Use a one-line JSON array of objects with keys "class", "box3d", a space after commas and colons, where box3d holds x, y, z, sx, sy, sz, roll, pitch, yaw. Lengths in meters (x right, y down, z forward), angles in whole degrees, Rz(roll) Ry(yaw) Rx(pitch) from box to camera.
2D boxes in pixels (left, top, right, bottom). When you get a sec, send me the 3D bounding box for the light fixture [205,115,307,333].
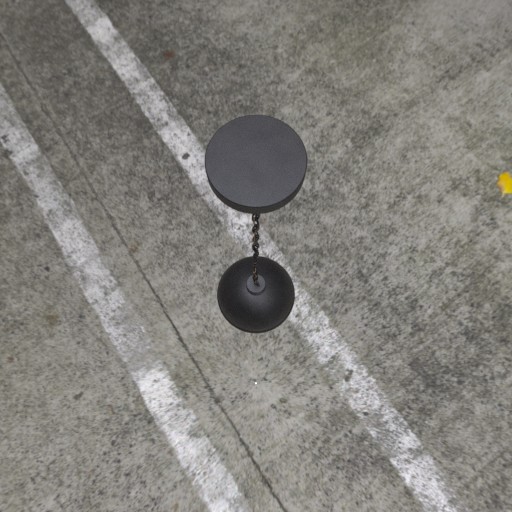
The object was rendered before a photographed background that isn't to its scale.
[{"class": "light fixture", "box3d": [0.000, 0.000, 1.212, 0.304, 1.090, 0.304, -33, 77, -9]}]
